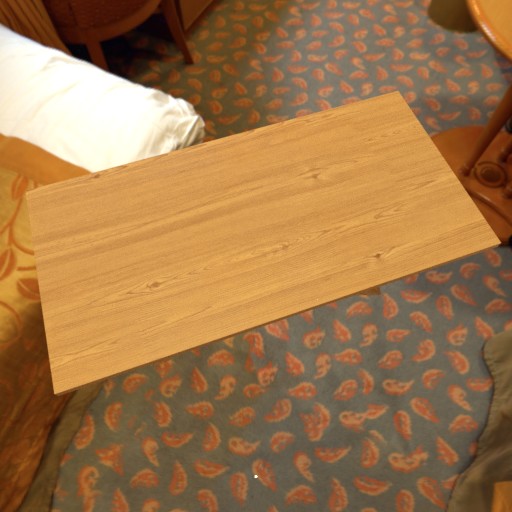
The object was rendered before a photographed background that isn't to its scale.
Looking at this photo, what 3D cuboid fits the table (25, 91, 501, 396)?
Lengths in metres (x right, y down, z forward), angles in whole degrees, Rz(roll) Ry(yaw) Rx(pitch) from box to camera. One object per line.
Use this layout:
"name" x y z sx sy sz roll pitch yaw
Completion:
"table" 0.000 0.000 2.193 1.797 0.750 0.901 -17 65 -8
